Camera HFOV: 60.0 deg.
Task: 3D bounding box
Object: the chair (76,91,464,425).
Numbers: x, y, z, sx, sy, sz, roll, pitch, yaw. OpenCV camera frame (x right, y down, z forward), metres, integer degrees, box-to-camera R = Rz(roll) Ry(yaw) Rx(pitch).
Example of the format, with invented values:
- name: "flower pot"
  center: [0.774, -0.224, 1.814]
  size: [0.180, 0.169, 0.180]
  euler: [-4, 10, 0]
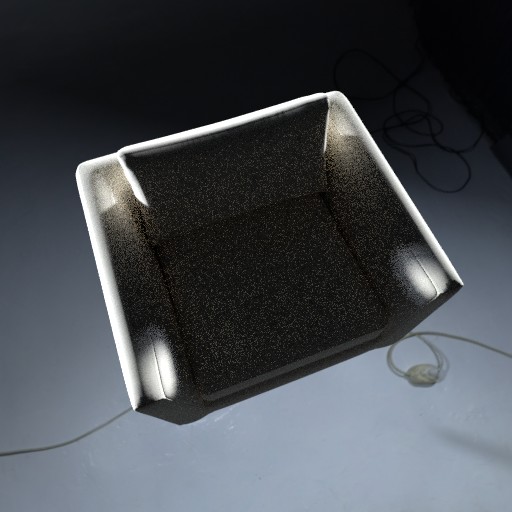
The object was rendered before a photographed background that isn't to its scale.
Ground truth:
- name: "chair"
  center: [0.000, 0.000, 1.664]
  size: [1.041, 0.865, 0.889]
  euler: [-19, 65, -9]
